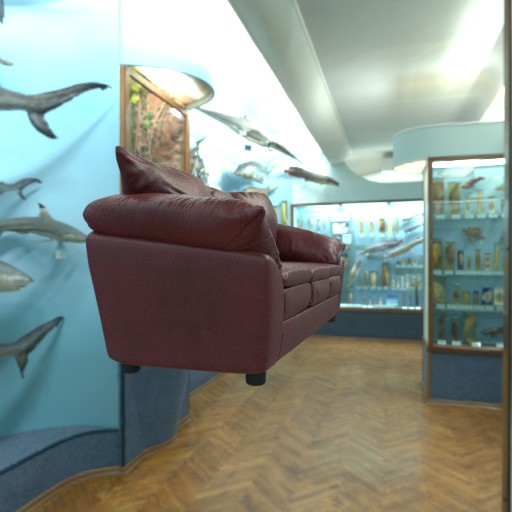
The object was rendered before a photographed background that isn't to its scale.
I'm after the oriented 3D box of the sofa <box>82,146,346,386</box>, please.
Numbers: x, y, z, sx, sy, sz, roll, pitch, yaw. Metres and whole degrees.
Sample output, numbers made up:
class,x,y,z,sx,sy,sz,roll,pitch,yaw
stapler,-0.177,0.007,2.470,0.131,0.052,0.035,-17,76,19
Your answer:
class,x,y,z,sx,sy,sz,roll,pitch,yaw
sofa,0.000,0.000,2.896,0.907,1.091,2.390,0,0,19
